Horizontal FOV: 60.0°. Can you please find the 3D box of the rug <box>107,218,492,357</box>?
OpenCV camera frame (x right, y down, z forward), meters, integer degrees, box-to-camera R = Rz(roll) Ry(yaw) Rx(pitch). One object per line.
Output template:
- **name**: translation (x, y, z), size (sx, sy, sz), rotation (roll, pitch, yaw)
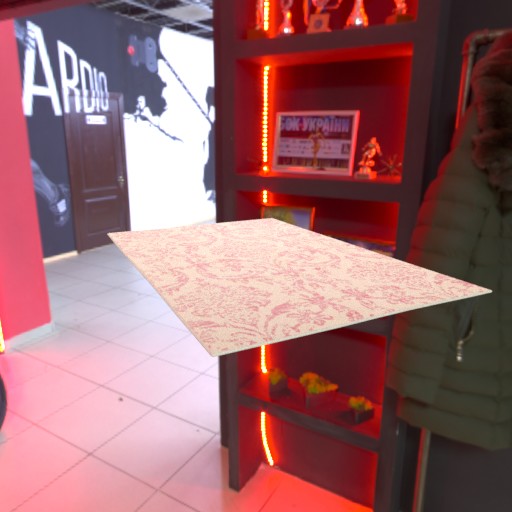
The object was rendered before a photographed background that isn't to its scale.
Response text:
- **rug**: translation (0.000, 0.000, 2.323), size (1.219, 0.012, 1.839), rotation (-8, 17, -26)
